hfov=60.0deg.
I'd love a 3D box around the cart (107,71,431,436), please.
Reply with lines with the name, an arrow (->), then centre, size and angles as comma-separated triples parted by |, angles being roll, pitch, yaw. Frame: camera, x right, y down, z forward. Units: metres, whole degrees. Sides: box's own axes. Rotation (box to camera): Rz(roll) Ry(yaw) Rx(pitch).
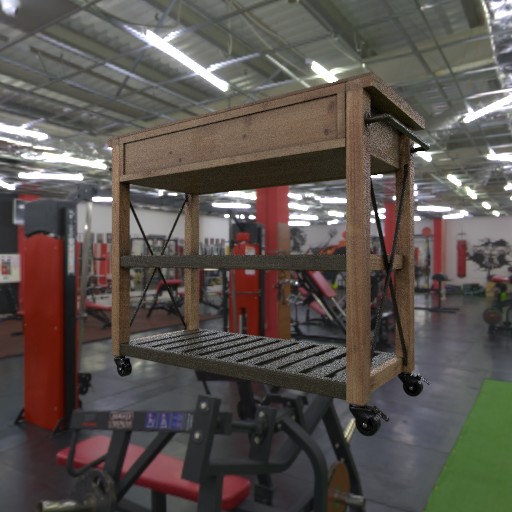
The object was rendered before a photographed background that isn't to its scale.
cart -> 0.000, 0.000, 0.974 | 0.686, 0.554, 0.298 | 0, 0, 36
